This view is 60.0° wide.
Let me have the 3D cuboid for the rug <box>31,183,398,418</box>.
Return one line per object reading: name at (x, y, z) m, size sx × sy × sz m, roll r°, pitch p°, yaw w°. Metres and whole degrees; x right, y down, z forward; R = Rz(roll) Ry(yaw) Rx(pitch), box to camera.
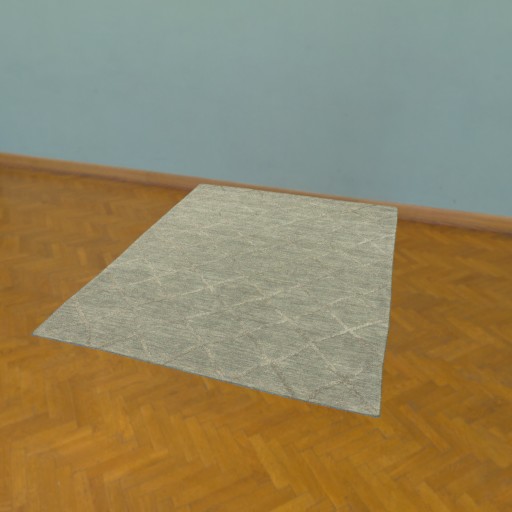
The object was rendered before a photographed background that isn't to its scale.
rug at (0.000, 0.000, 4.074) m, size 2.438 × 0.013 × 3.048 m, roll 9°, pitch 32°, yaw 15°
